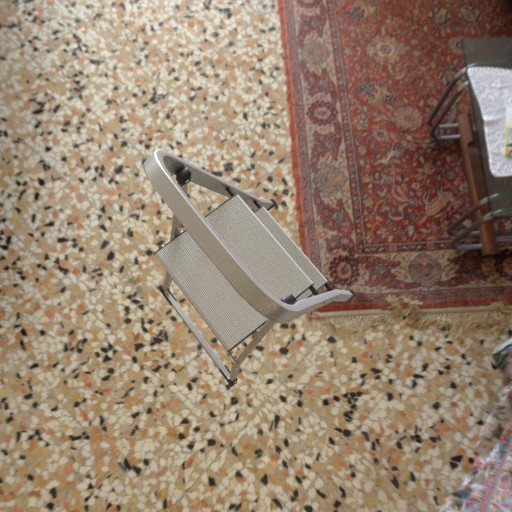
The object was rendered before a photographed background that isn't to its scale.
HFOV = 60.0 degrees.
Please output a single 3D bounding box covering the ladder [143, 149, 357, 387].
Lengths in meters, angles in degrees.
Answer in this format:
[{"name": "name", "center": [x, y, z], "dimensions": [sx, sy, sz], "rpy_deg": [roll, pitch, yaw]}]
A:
[{"name": "ladder", "center": [0.000, 0.000, 1.155], "dimensions": [0.530, 0.830, 0.465], "rpy_deg": [-37, 77, -10]}]
